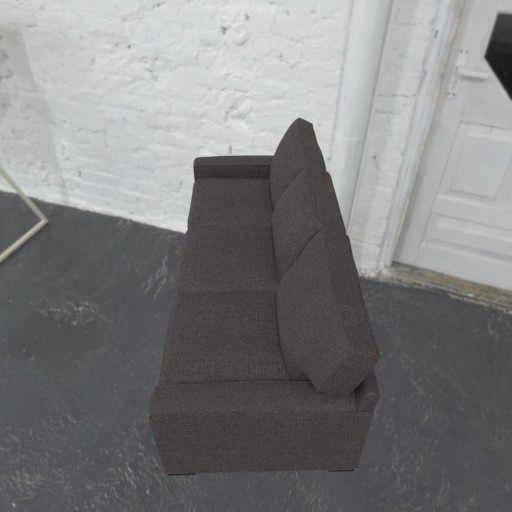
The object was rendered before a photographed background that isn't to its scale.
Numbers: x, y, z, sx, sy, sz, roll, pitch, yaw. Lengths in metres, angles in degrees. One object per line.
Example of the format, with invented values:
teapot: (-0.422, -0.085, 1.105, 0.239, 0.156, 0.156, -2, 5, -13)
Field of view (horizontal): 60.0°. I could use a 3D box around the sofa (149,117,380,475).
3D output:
sofa: (0.000, 0.000, 2.880, 1.004, 0.978, 2.369, -1, 40, -1)
